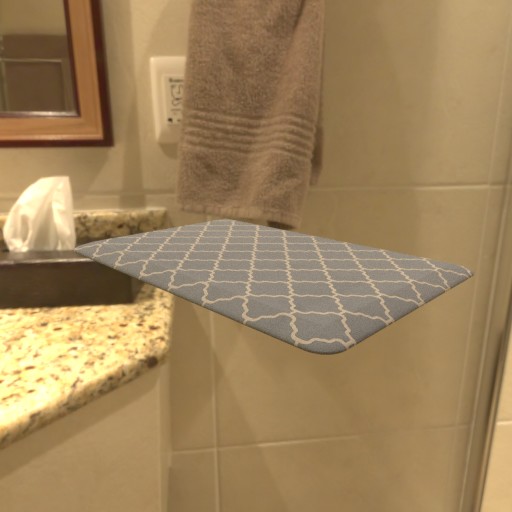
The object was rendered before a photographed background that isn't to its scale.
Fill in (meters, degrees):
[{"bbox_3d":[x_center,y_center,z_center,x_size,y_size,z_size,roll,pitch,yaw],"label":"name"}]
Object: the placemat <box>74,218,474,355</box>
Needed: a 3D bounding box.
[{"bbox_3d":[0.000,0.000,0.972,0.762,0.021,0.508,15,21,43],"label":"placemat"}]
